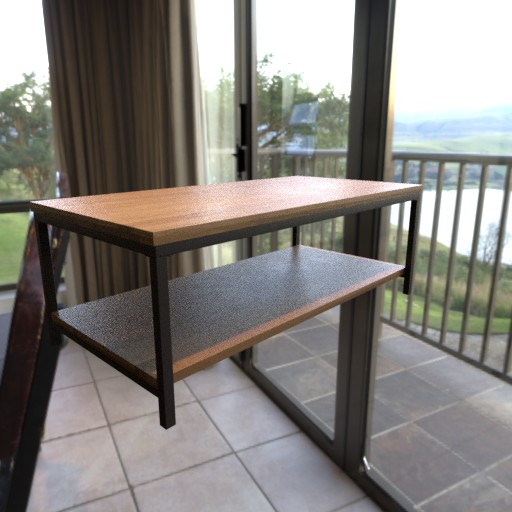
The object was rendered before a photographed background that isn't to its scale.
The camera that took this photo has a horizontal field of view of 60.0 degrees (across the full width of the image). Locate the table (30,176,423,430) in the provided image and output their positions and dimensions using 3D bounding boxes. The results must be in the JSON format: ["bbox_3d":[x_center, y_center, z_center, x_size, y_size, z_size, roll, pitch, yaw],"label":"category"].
[{"bbox_3d":[0.000,0.000,1.386,0.551,0.399,1.100,14,20,42],"label":"table"}]
